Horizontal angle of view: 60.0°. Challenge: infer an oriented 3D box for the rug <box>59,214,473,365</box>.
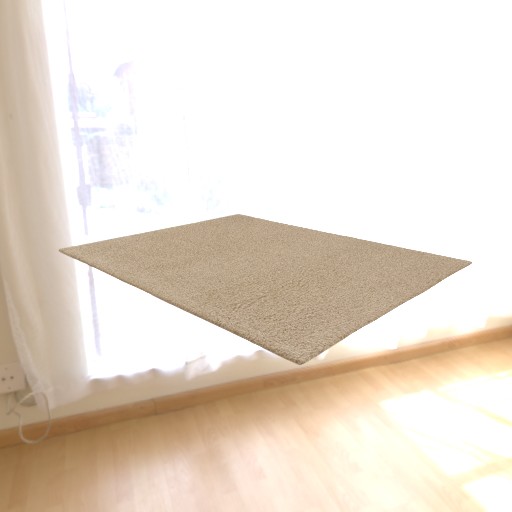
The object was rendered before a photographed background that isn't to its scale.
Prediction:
[{"bbox_3d":[0.000,0.000,4.141,3.047,0.029,2.438,16,23,42],"label":"rug"}]
